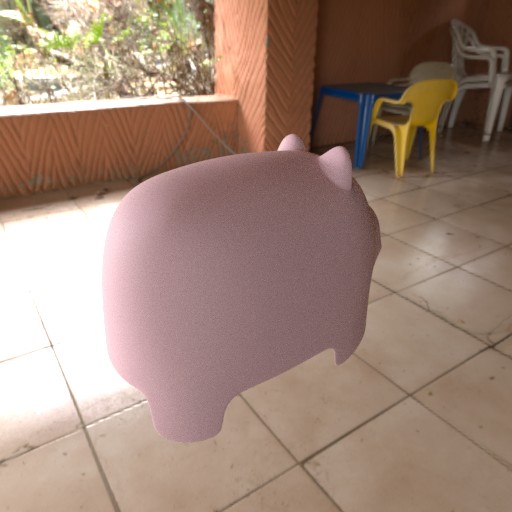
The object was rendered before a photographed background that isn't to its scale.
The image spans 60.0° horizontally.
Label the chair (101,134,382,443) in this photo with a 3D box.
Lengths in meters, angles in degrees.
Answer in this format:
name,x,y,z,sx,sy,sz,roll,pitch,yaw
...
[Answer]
name,x,y,z,sx,sy,sz,roll,pitch,yaw
chair,0.000,0.000,0.884,0.619,0.423,0.364,-17,31,-31
